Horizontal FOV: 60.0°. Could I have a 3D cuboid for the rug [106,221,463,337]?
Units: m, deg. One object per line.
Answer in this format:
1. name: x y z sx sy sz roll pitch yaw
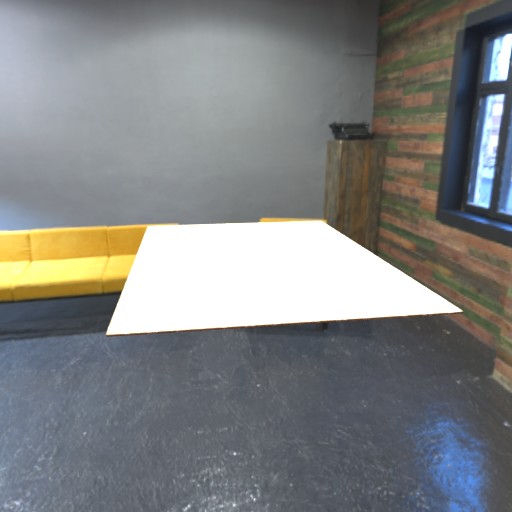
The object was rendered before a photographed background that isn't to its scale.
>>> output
1. rug: 0.000 0.000 2.855 1.524 0.010 2.134 -2 16 -9
